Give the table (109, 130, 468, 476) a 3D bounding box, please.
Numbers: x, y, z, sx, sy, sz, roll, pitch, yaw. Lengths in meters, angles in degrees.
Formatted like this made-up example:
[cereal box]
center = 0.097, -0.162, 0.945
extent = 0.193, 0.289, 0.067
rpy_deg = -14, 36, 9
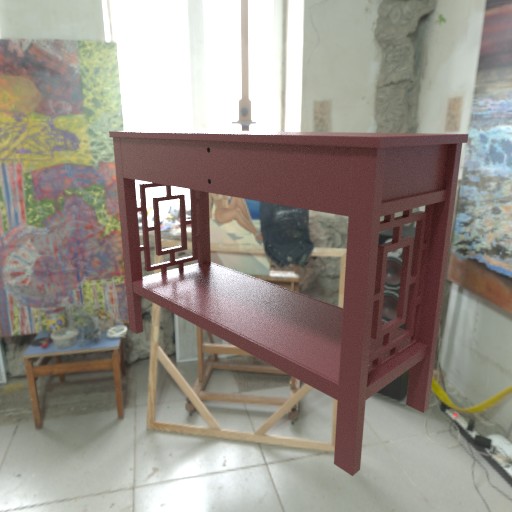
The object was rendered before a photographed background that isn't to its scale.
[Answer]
[table]
center = 0.000, 0.000, 1.402
extent = 0.397, 0.753, 1.068
rpy_deg = -15, 22, -41
